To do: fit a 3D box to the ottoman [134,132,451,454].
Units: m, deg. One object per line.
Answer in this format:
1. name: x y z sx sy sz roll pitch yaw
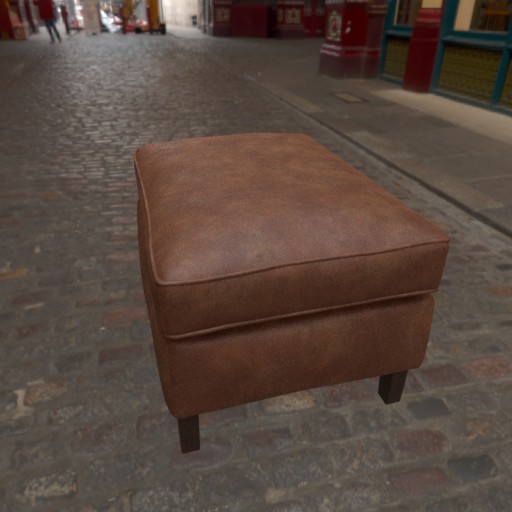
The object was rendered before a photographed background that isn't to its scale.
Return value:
1. ottoman: 0.000 0.000 0.986 0.501 0.418 0.665 -8 31 -14
